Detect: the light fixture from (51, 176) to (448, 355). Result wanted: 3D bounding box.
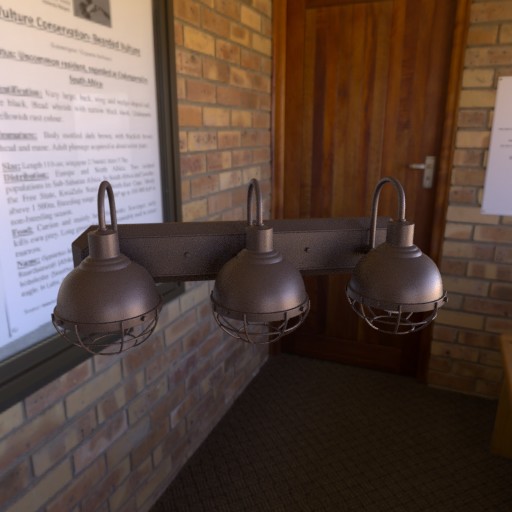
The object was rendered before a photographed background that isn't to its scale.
[{"bbox_3d":[0.000,0.000,0.743,0.634,0.254,0.229,-2,16,-9],"label":"light fixture"}]
